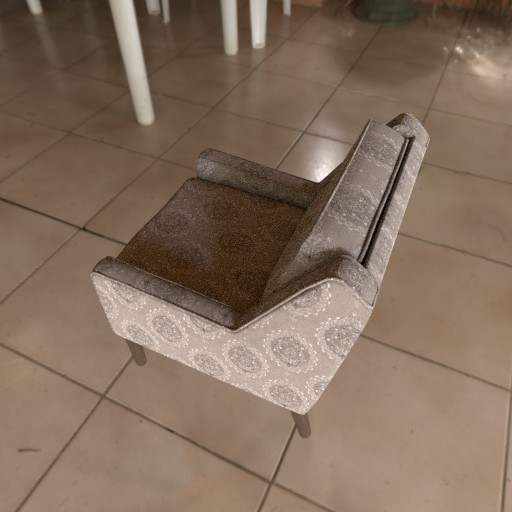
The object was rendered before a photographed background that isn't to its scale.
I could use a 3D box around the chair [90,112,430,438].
[{"bbox_3d":[0.000,0.000,1.347,0.750,0.797,0.665,18,50,16],"label":"chair"}]
